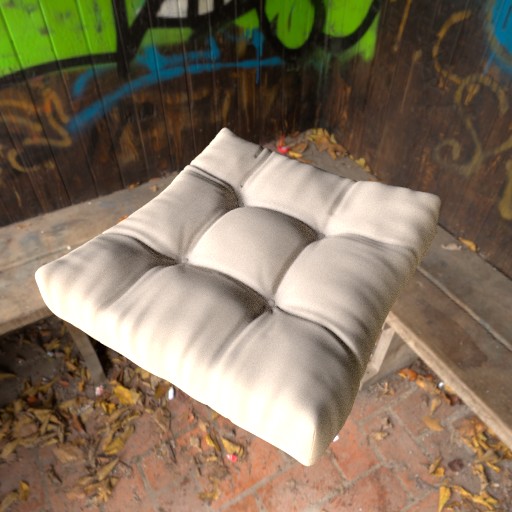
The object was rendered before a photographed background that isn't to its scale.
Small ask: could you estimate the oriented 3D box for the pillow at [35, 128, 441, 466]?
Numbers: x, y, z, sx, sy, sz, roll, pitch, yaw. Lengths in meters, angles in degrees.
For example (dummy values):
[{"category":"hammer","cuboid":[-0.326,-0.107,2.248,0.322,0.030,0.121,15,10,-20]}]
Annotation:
[{"category":"pillow","cuboid":[0.000,0.000,0.716,0.468,0.128,0.490,23,50,21]}]
